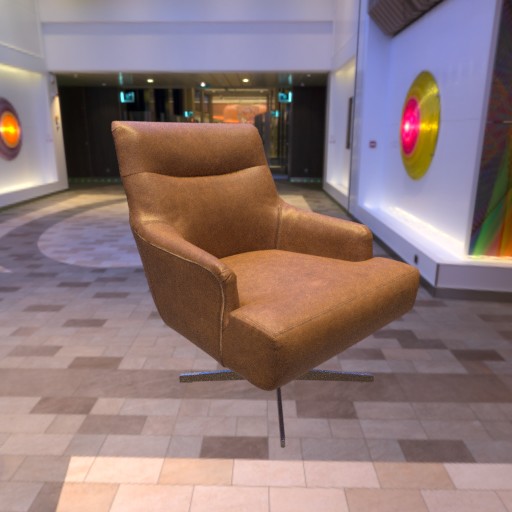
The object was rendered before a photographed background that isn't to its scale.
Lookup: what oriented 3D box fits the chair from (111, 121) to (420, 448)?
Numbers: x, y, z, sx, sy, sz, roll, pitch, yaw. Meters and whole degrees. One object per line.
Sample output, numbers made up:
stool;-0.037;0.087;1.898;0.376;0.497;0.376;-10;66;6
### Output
chair;0.000;0.000;1.488;0.874;0.869;0.729;15;21;43
